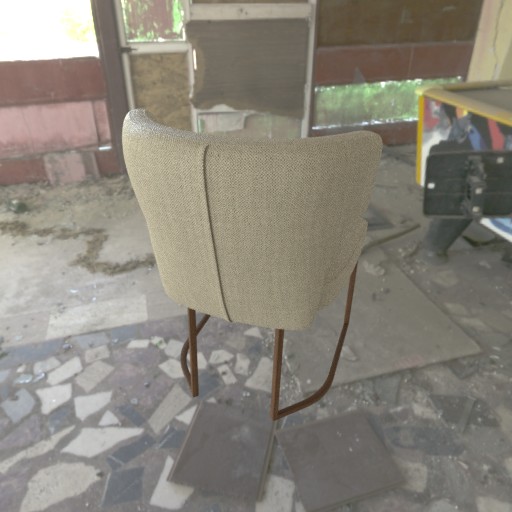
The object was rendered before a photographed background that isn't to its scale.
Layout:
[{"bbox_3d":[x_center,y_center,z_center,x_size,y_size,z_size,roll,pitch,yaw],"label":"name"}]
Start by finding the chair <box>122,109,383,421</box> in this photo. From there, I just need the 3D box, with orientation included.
[{"bbox_3d":[0.000,0.000,1.259,0.611,0.824,0.617,11,33,17],"label":"chair"}]
